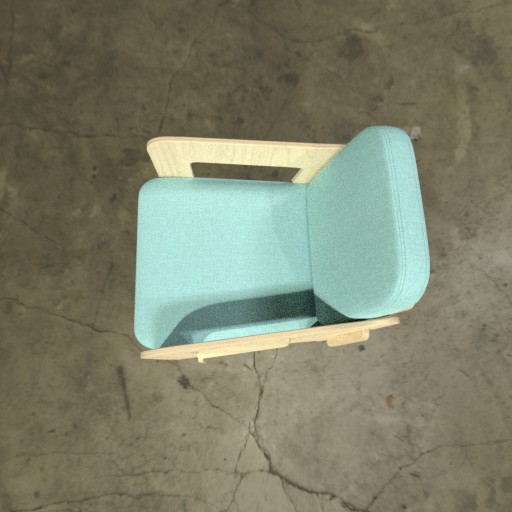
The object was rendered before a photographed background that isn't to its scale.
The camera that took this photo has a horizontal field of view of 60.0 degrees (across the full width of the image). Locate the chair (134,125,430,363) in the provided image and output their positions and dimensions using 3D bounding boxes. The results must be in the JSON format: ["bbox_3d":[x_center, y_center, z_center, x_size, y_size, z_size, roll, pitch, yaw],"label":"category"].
[{"bbox_3d":[0.000,0.000,1.308,0.710,0.800,0.590,-2,75,-1],"label":"chair"}]
